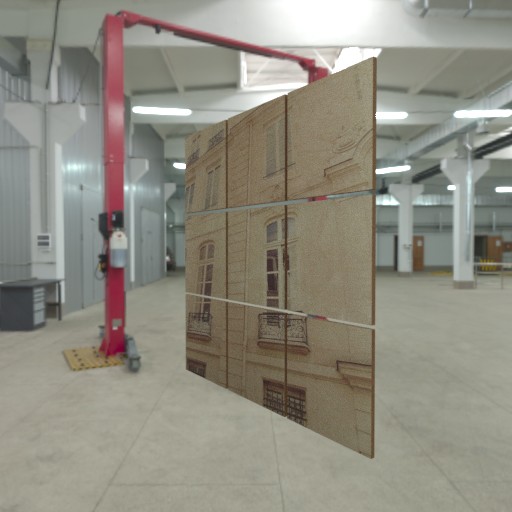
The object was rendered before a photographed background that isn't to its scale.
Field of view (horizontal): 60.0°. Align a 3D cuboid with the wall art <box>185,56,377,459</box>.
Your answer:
[{"bbox_3d":[0.000,0.000,1.377,0.018,0.913,0.915,-1,2,-36],"label":"wall art"}]
